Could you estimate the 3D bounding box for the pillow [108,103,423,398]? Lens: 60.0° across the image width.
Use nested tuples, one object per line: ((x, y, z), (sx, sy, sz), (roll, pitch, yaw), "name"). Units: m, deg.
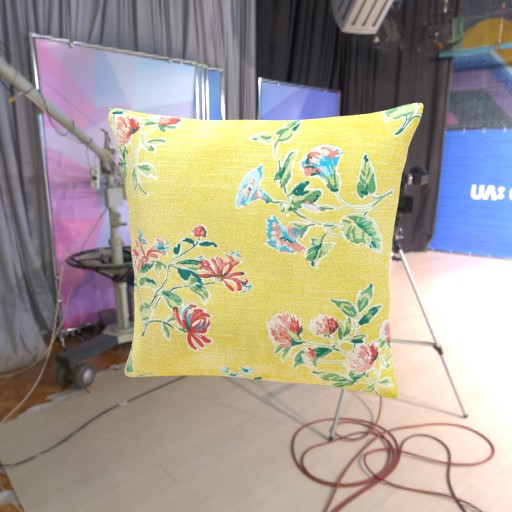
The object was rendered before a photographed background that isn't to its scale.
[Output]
((0.000, 0.000, 0.785), (0.525, 0.508, 0.166), (2, 14, 9), "pillow")
